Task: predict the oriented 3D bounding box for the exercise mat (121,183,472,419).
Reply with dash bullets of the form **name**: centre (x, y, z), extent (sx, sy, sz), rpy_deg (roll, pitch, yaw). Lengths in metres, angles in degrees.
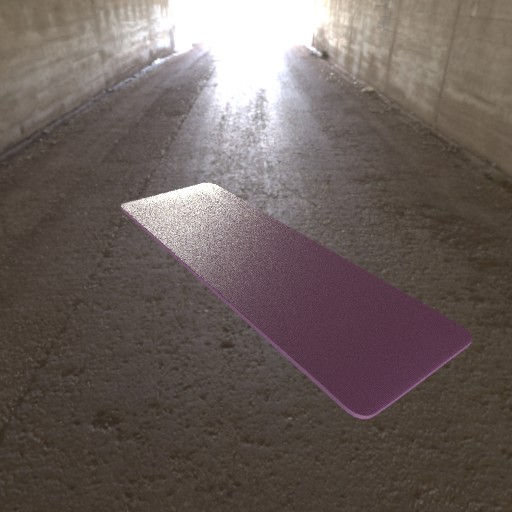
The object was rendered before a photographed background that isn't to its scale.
- **exercise mat**: centre (0.000, 0.000, 2.074), extent (0.616, 0.021, 1.869), rpy_deg (-21, 37, -31)
